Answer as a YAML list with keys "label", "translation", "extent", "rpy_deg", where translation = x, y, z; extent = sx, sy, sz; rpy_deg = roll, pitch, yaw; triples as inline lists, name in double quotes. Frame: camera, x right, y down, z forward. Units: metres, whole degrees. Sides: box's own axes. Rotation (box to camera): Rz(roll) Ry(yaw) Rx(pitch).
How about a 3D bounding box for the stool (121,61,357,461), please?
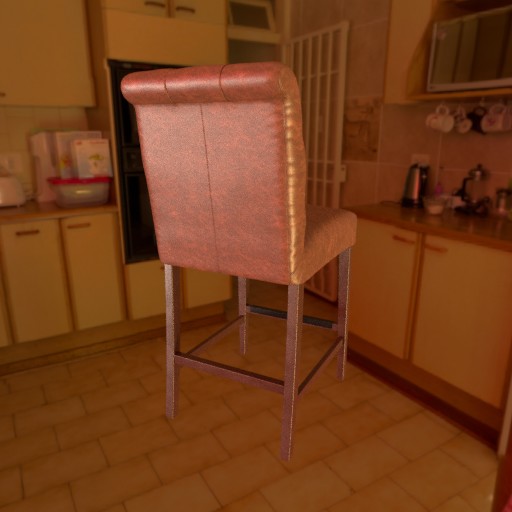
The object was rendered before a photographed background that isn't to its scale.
- label: "stool"
  translation: [0.000, 0.000, 1.448]
  extent: [0.486, 1.084, 0.660]
  rpy_deg: [8, 17, 27]
